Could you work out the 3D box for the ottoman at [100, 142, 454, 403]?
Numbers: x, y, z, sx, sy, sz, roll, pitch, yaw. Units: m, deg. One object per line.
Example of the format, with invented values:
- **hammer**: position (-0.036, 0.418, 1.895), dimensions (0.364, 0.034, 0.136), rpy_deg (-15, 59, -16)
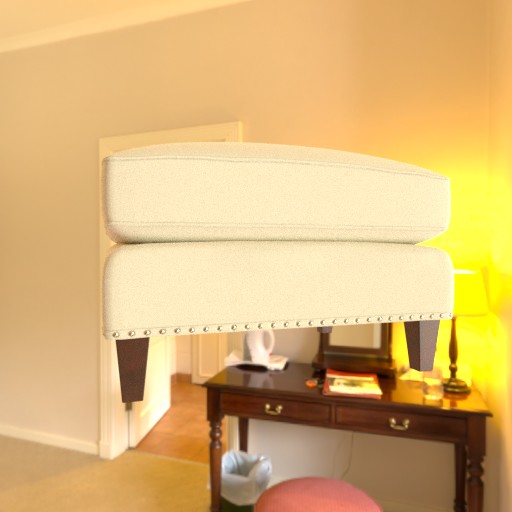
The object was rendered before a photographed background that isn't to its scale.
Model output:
- **ottoman**: position (0.000, 0.000, 1.133), dimensions (0.741, 0.513, 0.584), rpy_deg (0, 1, -18)
